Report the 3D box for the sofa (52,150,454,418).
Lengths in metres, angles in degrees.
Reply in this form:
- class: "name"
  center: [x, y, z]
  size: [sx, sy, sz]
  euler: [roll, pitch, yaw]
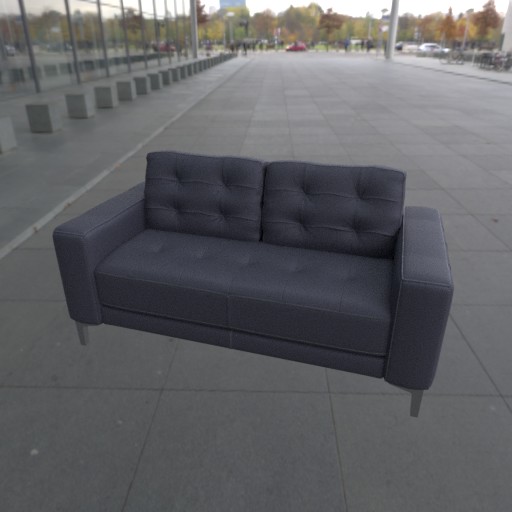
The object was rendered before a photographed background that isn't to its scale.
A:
- class: "sofa"
  center: [0.000, 0.000, 2.192]
  size: [1.726, 0.893, 0.833]
  euler: [8, 27, 16]
